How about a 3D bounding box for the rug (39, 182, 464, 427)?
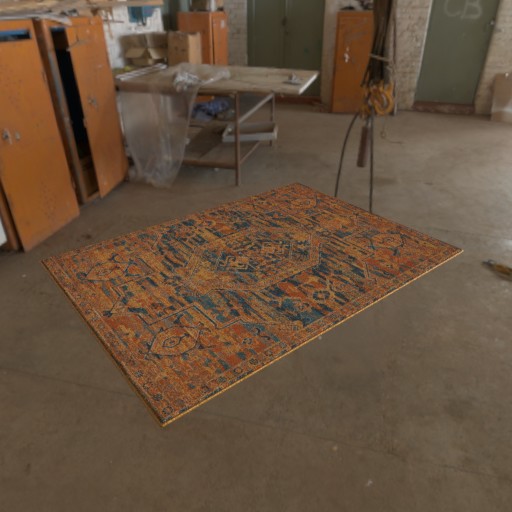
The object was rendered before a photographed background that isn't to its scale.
[{"bbox_3d":[0.000,0.000,2.829,2.204,0.024,1.588,-22,37,-33],"label":"rug"}]
